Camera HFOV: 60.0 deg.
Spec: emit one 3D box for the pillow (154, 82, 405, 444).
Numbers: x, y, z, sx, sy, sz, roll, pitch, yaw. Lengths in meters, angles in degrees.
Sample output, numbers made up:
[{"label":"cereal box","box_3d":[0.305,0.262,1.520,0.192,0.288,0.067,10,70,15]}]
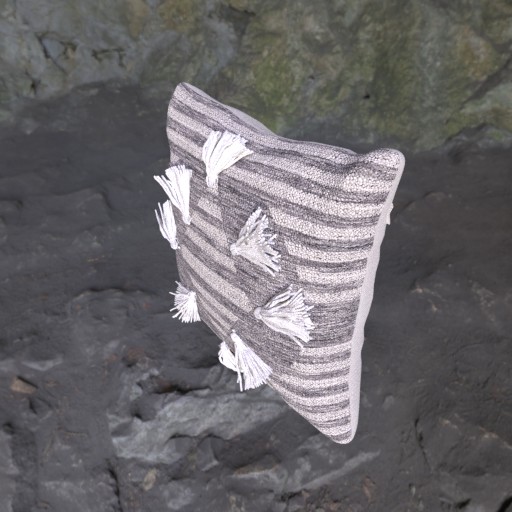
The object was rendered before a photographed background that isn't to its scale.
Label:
[{"label":"pillow","box_3d":[0.000,0.000,0.753,0.234,0.490,0.484,-21,37,-31]}]
